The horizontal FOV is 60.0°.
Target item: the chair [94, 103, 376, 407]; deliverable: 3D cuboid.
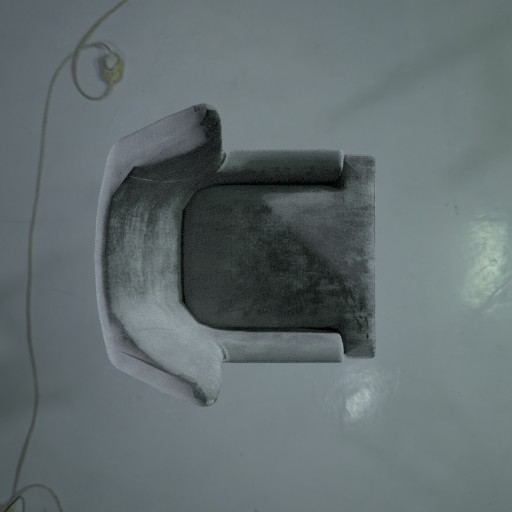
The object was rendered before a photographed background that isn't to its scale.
[{"bbox_3d":[0.000,0.000,1.600,0.906,0.950,0.784,0,90,0],"label":"chair"}]
